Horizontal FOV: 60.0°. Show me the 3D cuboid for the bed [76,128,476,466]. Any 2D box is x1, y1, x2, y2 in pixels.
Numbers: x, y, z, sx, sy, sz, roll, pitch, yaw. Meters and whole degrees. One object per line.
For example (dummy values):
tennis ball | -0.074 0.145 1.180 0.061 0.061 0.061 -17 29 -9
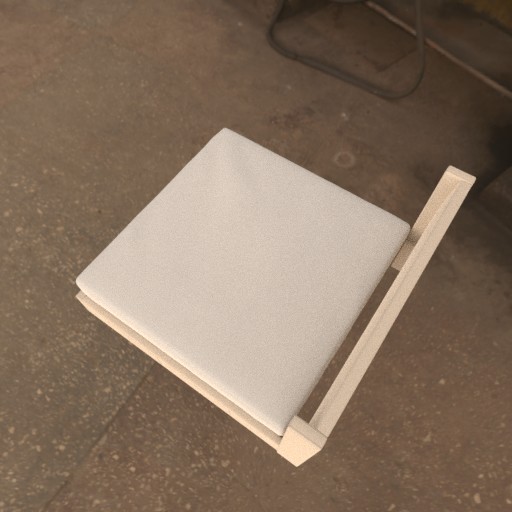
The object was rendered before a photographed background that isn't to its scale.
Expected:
bed | 0.000 0.000 3.629 2.293 1.471 2.145 31 66 16
